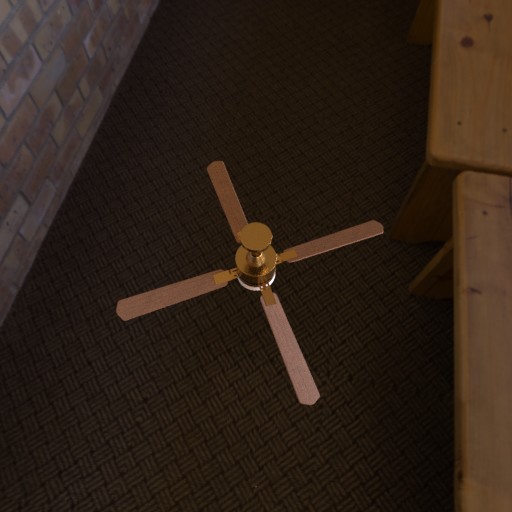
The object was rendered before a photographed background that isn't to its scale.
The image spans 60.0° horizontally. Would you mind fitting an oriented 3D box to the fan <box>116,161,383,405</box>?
[{"bbox_3d":[0.000,0.000,1.982,1.320,0.355,1.320,-18,64,-9],"label":"fan"}]
